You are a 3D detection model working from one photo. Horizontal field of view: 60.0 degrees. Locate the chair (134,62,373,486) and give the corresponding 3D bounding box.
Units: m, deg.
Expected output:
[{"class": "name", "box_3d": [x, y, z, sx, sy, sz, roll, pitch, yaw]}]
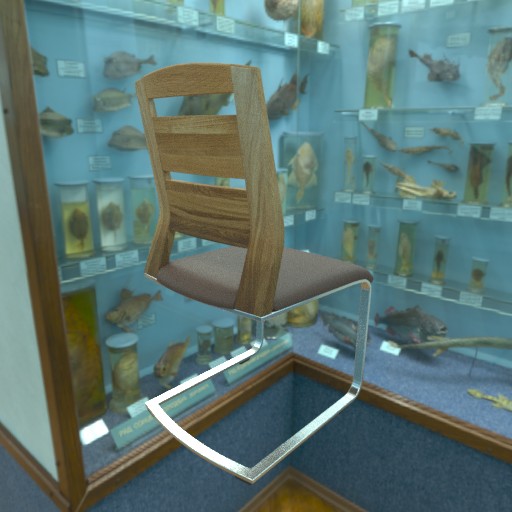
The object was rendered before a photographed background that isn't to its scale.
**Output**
[{"class": "chair", "box_3d": [0.000, 0.000, 1.266, 0.460, 0.970, 0.570, 15, 22, 41]}]
